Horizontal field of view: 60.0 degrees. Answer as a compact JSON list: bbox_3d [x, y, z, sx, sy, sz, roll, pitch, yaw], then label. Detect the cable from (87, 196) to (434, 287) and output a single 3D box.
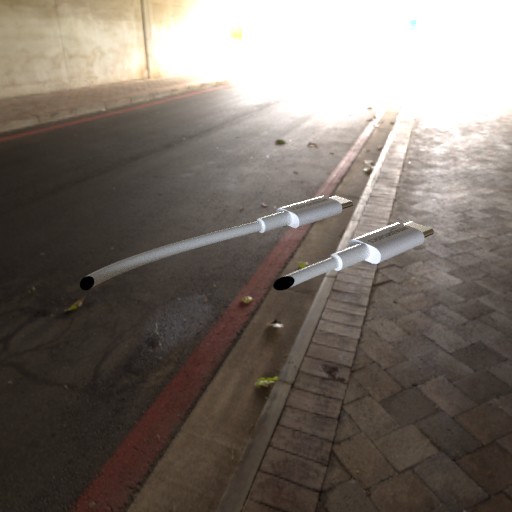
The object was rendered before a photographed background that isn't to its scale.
[{"bbox_3d":[0.000,0.000,0.112,0.098,0.005,0.041,-19,32,-33],"label":"cable"}]
